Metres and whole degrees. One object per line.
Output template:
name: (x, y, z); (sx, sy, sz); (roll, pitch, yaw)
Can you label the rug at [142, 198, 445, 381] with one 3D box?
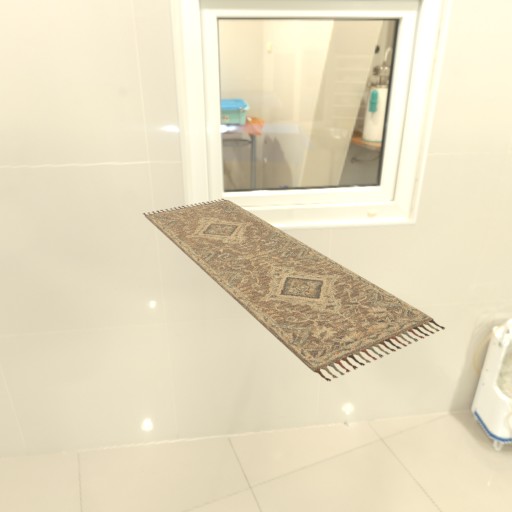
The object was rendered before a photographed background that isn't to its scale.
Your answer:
rug: (0.000, 0.000, 2.808); (1.324, 0.018, 2.378); (-7, 26, -14)
